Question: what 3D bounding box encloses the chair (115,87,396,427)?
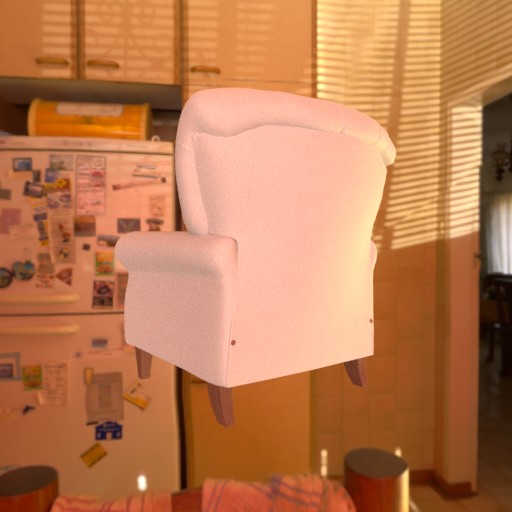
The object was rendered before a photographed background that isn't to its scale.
[{"bbox_3d":[0.000,0.000,2.094,1.090,1.217,1.128,-1,1,-37],"label":"chair"}]
